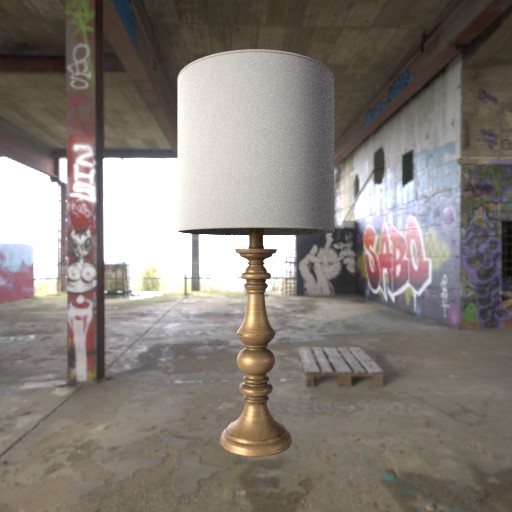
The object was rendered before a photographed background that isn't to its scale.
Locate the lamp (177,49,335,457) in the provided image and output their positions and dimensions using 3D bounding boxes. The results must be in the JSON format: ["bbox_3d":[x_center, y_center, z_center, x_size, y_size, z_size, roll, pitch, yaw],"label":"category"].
[{"bbox_3d":[0.000,0.000,0.717,0.250,0.597,0.250,0,0,18],"label":"lamp"}]
